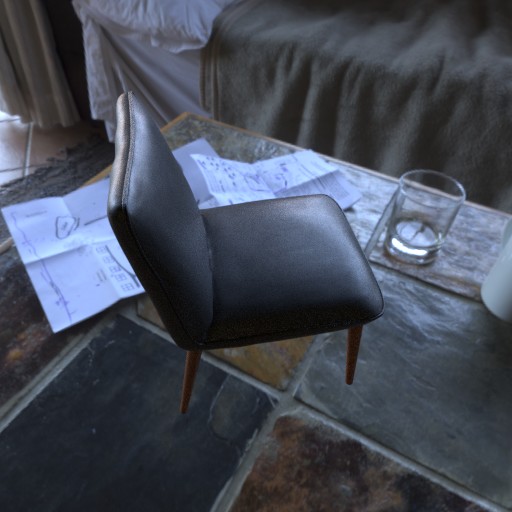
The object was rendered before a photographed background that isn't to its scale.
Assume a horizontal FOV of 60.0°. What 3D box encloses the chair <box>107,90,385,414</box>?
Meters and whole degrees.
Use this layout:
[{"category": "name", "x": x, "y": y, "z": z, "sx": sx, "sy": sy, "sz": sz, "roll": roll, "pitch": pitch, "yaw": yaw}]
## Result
[{"category": "chair", "x": 0.000, "y": 0.000, "z": 1.235, "sx": 0.645, "sy": 0.801, "sz": 0.543, "roll": -11, "pitch": 47, "yaw": -10}]
